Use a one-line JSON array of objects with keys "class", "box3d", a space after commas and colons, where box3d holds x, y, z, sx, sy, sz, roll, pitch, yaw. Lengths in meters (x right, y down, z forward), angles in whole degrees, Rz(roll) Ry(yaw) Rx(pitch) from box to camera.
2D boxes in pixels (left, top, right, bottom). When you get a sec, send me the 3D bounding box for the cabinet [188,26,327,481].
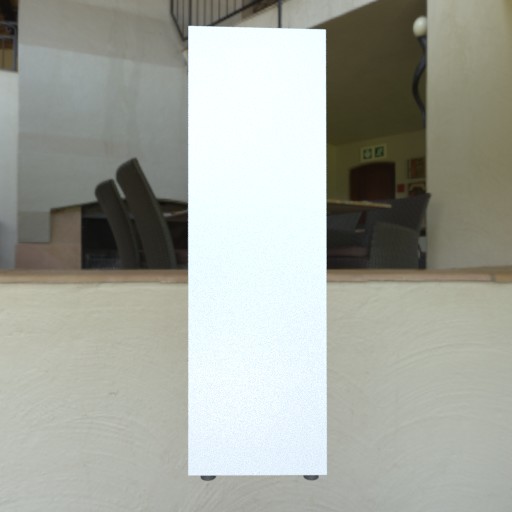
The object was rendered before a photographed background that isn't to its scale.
[{"class": "cabinet", "box3d": [0.000, 0.000, 1.604, 0.348, 1.150, 0.990, 0, 0, 0]}]
